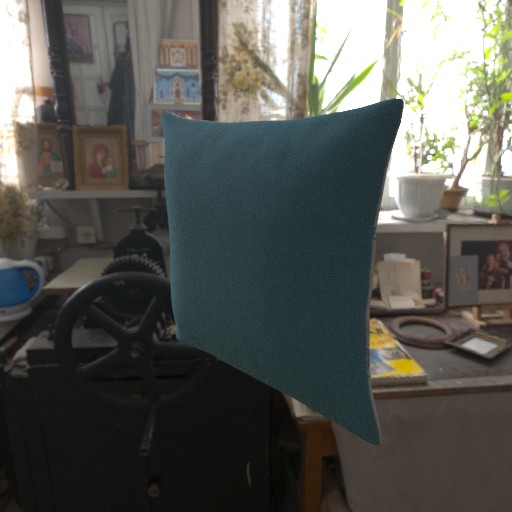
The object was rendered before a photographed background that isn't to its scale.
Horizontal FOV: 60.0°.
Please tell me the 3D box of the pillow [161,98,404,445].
[{"bbox_3d":[0.000,0.000,0.789,0.526,0.507,0.166,15,21,43],"label":"pillow"}]
